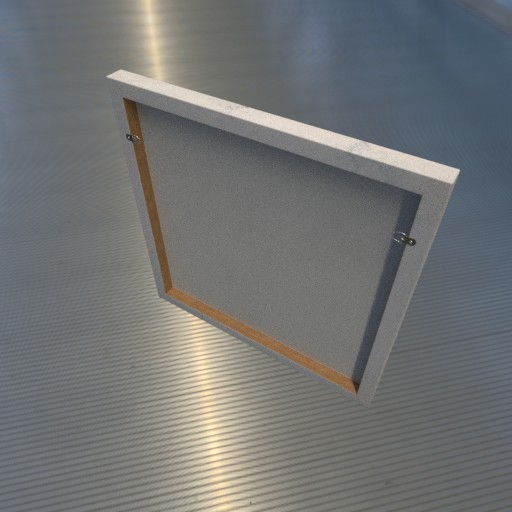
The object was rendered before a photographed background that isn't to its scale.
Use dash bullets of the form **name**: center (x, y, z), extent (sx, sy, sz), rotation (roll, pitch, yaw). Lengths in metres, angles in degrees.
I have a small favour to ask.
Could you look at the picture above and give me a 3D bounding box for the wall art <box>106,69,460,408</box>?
- **wall art**: center (0.000, 0.000, 0.902), extent (0.612, 0.612, 0.040), rotation (24, 50, 22)
